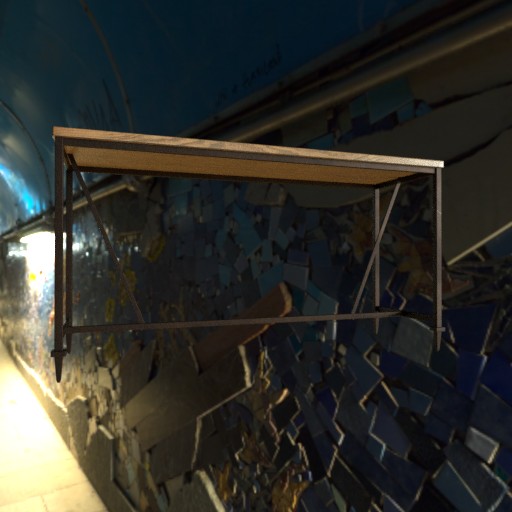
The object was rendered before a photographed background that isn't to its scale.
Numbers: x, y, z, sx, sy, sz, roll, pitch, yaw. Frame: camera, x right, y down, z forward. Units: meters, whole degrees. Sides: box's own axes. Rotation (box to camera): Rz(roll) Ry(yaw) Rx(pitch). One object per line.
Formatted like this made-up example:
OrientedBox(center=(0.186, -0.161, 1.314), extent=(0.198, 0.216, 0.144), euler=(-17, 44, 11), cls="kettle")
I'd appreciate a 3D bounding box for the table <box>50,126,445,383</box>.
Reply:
OrientedBox(center=(0.000, 0.000, 2.079), extent=(1.700, 0.902, 0.551), euler=(0, 0, -19), cls="table")
